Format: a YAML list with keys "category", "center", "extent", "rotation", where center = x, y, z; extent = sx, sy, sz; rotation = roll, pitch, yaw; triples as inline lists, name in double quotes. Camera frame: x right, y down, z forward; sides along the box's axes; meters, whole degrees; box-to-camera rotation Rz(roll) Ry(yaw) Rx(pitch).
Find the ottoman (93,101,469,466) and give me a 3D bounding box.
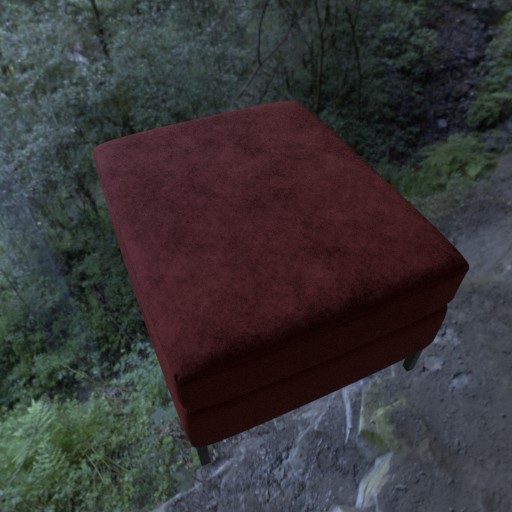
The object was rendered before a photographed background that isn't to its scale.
- category: "ottoman"
  center: [0.000, 0.000, 1.185]
  extent: [0.650, 0.462, 0.782]
  rotation: [-18, 49, -17]
